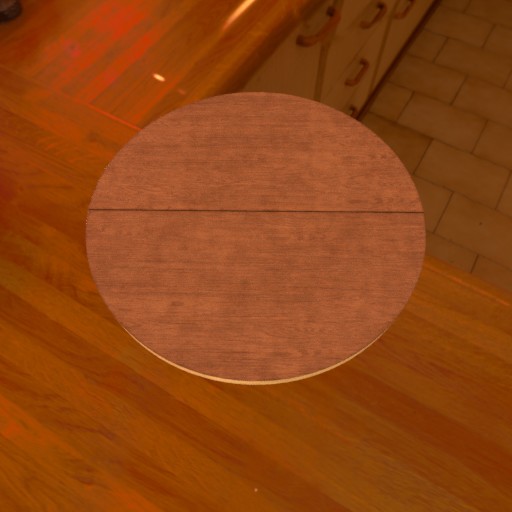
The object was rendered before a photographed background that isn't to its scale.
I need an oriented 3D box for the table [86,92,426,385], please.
[{"bbox_3d":[0.000,0.000,2.144,1.363,0.781,1.363,0,62,0],"label":"table"}]
